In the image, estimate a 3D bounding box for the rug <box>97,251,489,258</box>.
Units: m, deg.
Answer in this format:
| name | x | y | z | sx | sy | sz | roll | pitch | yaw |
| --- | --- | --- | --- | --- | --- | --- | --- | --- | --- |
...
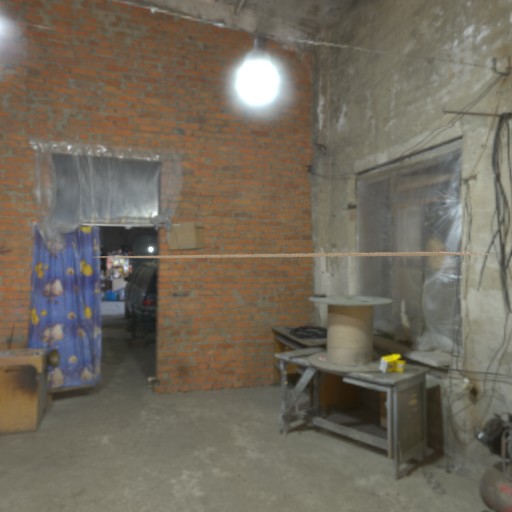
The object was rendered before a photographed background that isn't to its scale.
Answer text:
| name | x | y | z | sx | sy | sz | roll | pitch | yaw |
| --- | --- | --- | --- | --- | --- | --- | --- | --- | --- |
| rug | 0.000 | 0.000 | 2.698 | 2.464 | 0.005 | 0.660 | -1 | -1 | 37 |
